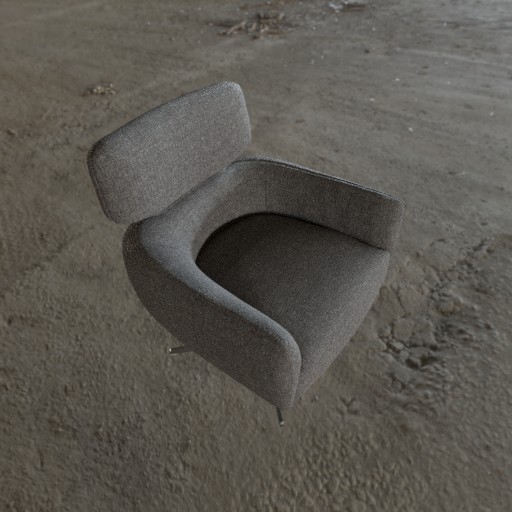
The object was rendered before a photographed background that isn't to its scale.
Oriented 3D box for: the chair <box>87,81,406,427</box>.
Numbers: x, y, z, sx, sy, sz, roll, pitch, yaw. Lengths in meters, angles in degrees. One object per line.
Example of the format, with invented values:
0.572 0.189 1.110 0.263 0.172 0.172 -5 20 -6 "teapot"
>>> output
0.000 0.000 1.365 0.715 0.812 0.706 25 48 26 "chair"
